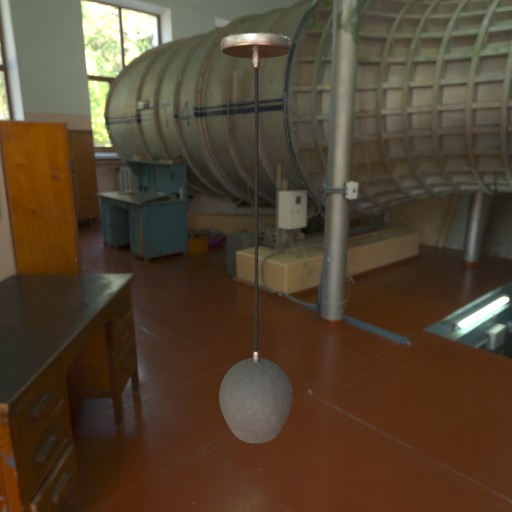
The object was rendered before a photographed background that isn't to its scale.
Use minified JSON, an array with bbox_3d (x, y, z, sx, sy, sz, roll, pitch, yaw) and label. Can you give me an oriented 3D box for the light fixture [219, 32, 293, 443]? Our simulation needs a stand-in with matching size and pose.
[{"bbox_3d":[0.000,0.000,0.852,0.153,0.760,0.153,-2,15,-8],"label":"light fixture"}]
